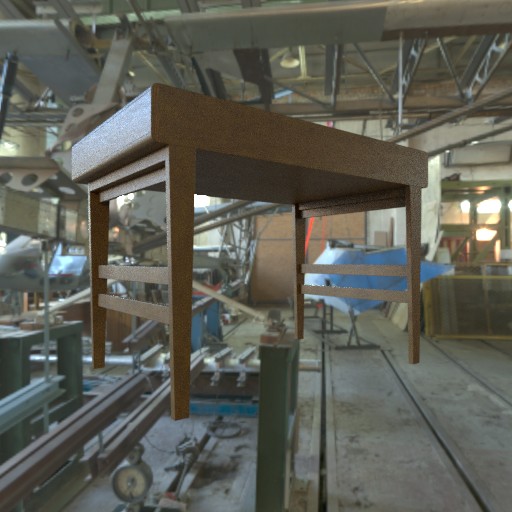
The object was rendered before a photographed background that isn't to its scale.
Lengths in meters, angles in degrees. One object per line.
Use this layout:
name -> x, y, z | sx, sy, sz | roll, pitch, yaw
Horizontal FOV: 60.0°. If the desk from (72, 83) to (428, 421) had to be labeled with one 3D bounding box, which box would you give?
desk -> 0.000, 0.000, 1.551 | 1.066, 0.754, 0.660 | 0, -1, -37
